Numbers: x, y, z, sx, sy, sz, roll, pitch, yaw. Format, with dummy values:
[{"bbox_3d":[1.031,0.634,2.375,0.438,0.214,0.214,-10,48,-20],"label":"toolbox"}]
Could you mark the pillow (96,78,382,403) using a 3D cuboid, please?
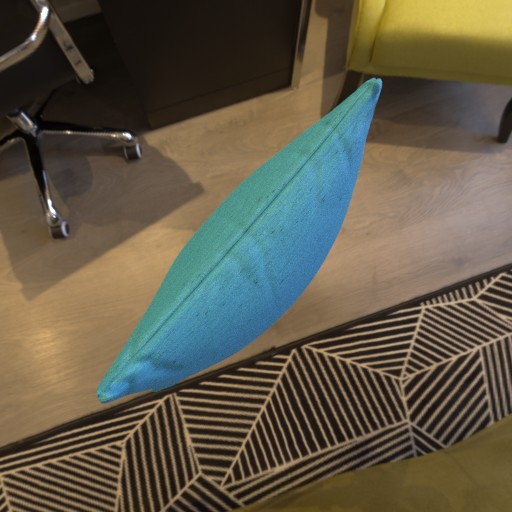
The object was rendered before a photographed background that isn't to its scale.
[{"bbox_3d":[0.000,0.000,0.795,0.210,0.338,0.633,39,79,9],"label":"pillow"}]
